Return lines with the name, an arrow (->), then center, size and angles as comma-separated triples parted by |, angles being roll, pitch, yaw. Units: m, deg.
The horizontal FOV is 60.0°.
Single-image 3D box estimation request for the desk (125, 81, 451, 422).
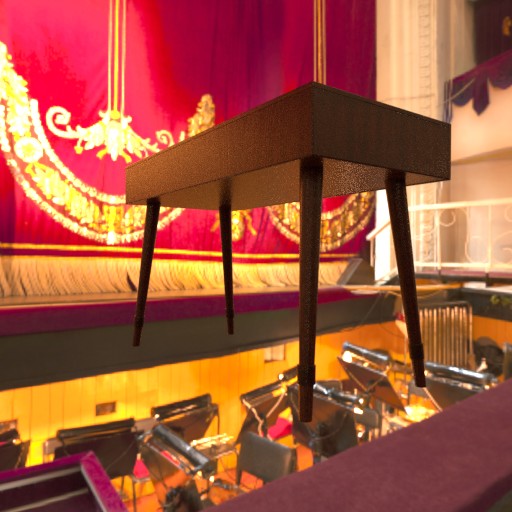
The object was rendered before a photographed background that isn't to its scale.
desk -> 0.000, 0.000, 2.149 | 0.734, 1.031, 1.577 | 0, 0, -36
